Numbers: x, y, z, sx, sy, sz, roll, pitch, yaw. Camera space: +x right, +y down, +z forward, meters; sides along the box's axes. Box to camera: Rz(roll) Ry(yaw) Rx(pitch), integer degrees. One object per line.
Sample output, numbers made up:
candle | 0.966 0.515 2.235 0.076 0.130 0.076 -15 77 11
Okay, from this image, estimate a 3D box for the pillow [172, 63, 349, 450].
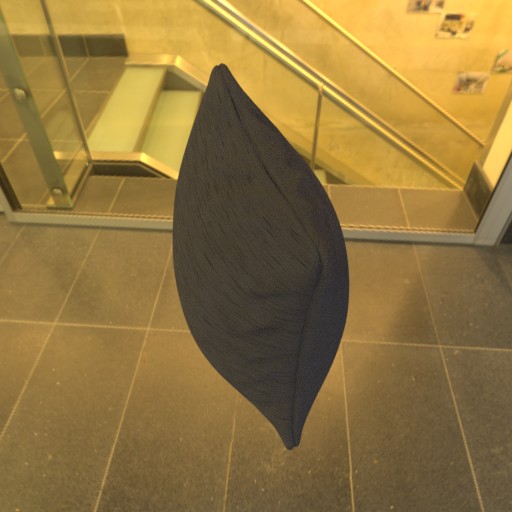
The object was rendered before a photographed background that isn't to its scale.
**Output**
pillow | 0.000 0.000 0.664 0.246 0.414 0.432 -11 46 -11
